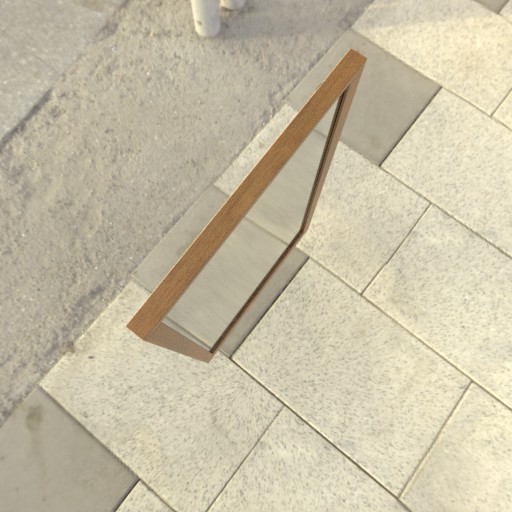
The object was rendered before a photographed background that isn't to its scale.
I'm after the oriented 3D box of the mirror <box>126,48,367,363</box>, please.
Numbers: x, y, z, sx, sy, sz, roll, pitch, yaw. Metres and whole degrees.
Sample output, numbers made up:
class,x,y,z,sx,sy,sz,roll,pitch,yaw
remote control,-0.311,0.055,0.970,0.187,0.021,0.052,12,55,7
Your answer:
class,x,y,z,sx,sy,sz,roll,pitch,yaw
mirror,0.000,0.000,1.158,0.040,0.915,0.609,35,77,9
